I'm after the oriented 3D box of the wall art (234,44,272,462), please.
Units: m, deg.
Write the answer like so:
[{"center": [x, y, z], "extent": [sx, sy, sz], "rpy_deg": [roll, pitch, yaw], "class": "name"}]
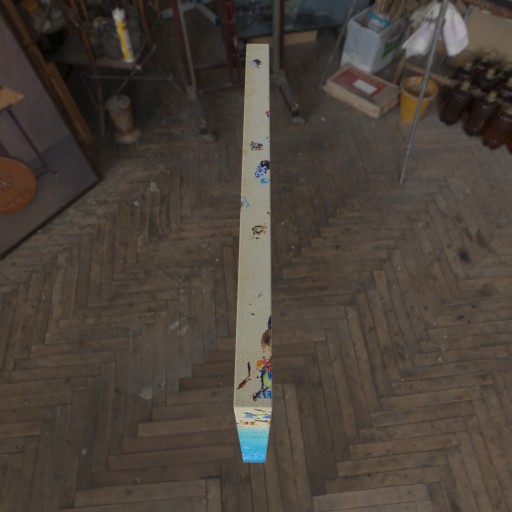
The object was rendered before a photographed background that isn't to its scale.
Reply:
[{"center": [0.000, 0.000, 0.774], "extent": [0.039, 0.406, 0.609], "rpy_deg": [0, 58, 0], "class": "wall art"}]
